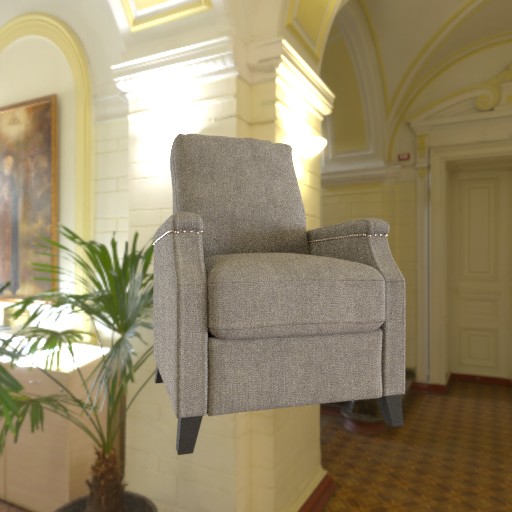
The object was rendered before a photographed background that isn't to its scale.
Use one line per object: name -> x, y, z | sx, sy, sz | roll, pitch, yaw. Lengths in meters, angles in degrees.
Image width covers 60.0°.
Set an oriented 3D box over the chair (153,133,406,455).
chair -> 0.000, 0.000, 1.656 | 0.710, 1.049, 0.922 | 0, 0, -17
